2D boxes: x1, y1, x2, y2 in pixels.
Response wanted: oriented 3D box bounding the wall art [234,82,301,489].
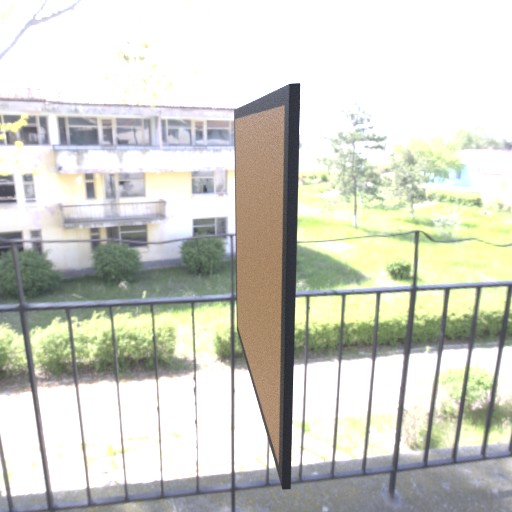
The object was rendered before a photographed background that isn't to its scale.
[{"bbox_3d":[0.000,0.000,0.993,0.016,0.659,0.663,-2,15,-9],"label":"wall art"}]
